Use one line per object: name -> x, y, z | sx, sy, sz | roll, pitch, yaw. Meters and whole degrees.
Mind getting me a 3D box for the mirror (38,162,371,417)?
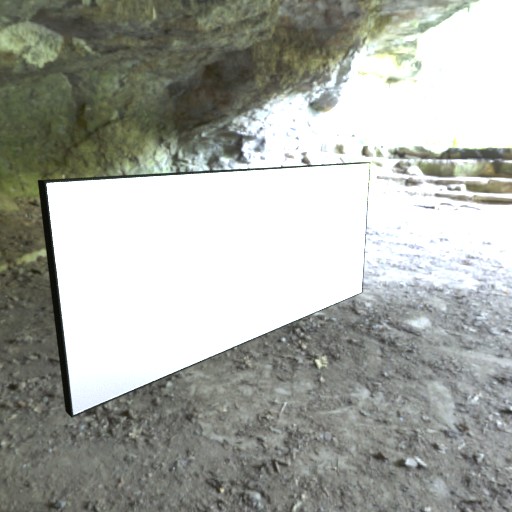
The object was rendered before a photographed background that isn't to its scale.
mirror -> 0.000, 0.000, 1.779 | 0.047, 0.692, 1.584 | 14, 20, 43
